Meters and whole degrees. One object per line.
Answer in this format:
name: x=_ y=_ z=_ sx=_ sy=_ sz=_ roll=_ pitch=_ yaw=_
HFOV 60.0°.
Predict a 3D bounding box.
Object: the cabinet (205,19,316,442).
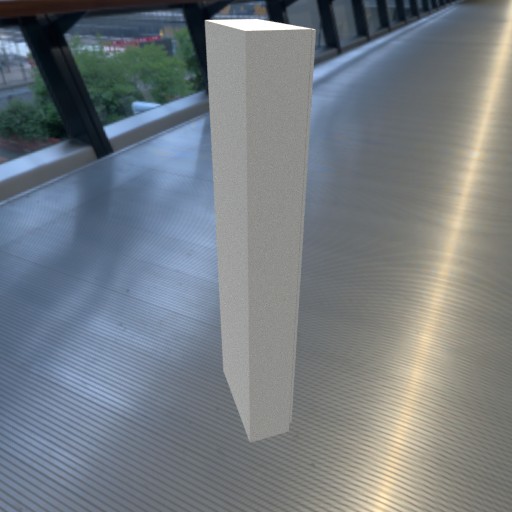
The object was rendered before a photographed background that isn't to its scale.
cabinet: x=0.000 y=0.000 z=1.927 sx=0.230 sy=1.790 sz=0.500 roll=-10 pitch=32 yaw=-16
